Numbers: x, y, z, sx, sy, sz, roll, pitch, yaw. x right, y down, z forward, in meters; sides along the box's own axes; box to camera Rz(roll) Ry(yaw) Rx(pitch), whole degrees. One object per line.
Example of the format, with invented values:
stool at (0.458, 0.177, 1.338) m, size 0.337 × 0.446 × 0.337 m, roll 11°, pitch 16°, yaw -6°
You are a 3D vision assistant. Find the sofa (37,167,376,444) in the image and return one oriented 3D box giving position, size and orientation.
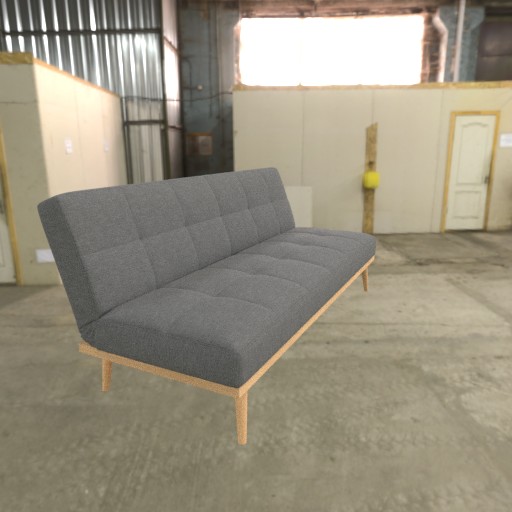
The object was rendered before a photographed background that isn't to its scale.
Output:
sofa at (0.000, 0.000, 2.210) m, size 0.820 × 0.770 × 1.820 m, roll 7°, pitch 16°, yaw 26°
